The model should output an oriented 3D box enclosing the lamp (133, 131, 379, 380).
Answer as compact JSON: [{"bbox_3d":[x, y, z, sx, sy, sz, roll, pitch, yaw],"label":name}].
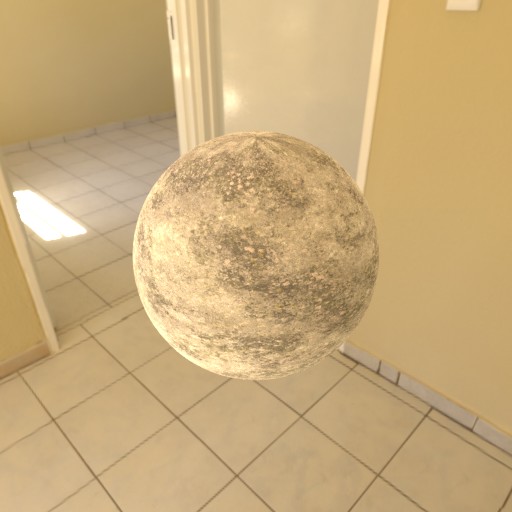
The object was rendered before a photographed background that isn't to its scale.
[{"bbox_3d":[0.000,0.000,0.787,0.422,0.429,0.422,0,32,0],"label":"lamp"}]
